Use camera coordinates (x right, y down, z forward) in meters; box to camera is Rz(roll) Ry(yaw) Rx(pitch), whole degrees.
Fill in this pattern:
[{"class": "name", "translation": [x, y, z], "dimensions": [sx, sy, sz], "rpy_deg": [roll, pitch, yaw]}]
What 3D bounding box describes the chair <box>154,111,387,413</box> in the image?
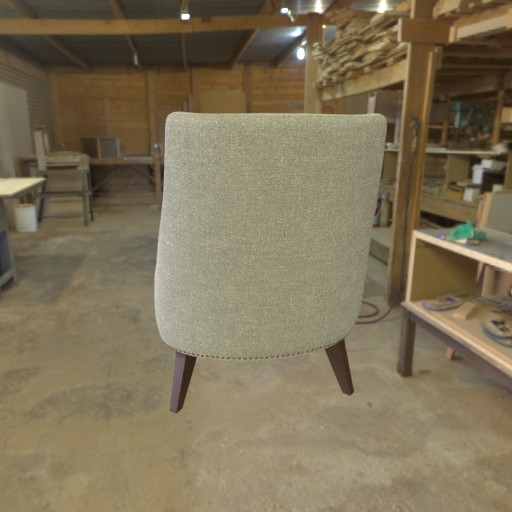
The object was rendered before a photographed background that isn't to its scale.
[{"class": "chair", "translation": [0.000, 0.000, 1.524], "dimensions": [0.701, 0.909, 0.861], "rpy_deg": [-3, 16, -9]}]
